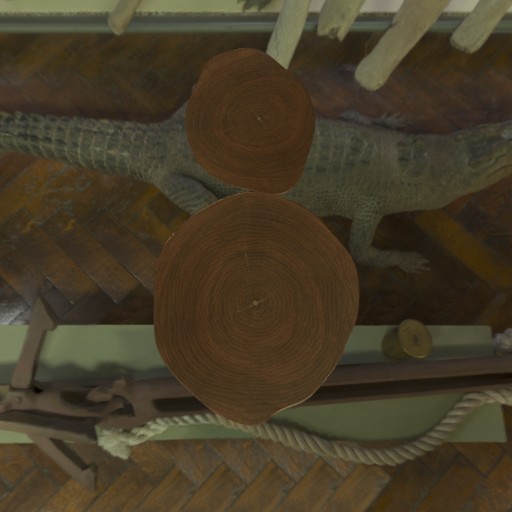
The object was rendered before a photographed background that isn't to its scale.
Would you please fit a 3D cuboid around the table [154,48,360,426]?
[{"bbox_3d":[0.000,0.000,1.090,0.442,0.538,0.759,-1,76,0],"label":"table"}]
